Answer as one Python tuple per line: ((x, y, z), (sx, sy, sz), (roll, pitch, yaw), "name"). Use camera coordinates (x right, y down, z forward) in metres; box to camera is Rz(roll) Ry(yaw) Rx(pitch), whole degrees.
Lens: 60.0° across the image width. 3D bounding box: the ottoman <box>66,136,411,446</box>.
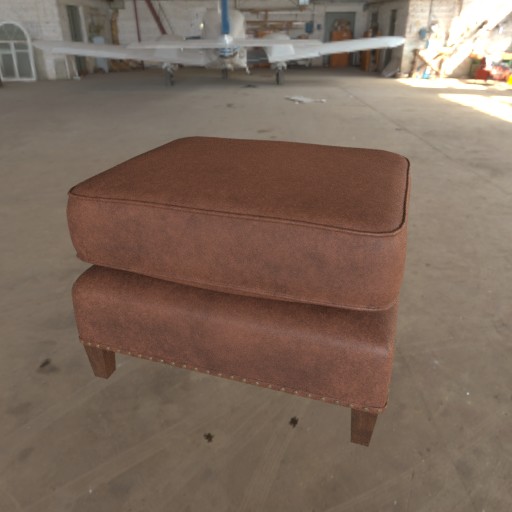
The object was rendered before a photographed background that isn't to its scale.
((0.000, 0.000, 1.154), (0.738, 0.537, 0.589), (9, 28, 16), "ottoman")
